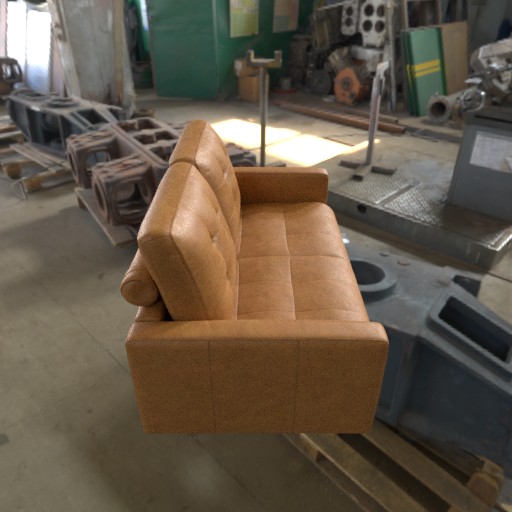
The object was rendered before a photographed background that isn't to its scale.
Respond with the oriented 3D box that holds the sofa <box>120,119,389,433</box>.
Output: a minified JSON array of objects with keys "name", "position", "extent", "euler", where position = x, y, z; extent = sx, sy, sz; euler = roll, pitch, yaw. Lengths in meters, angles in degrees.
[{"name":"sofa","position":[0.000,0.000,1.981],"extent":[0.868,0.898,1.430],"euler":[0,33,0]}]
